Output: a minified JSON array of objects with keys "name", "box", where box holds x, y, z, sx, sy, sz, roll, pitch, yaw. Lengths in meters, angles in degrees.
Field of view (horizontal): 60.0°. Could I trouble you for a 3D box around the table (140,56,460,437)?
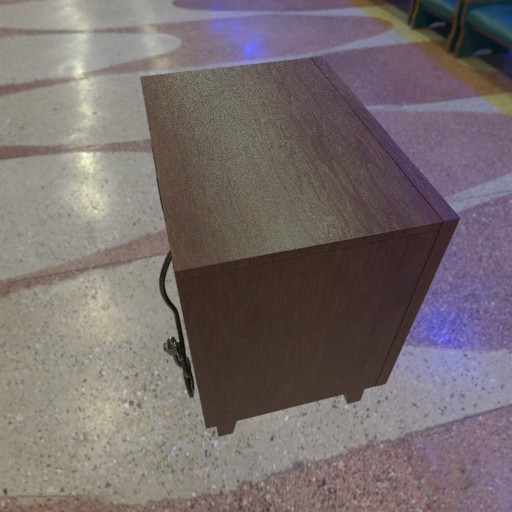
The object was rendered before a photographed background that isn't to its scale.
[{"name":"table","box":[0.000,0.000,0.988,0.449,0.609,0.557,-11,48,-10]}]
